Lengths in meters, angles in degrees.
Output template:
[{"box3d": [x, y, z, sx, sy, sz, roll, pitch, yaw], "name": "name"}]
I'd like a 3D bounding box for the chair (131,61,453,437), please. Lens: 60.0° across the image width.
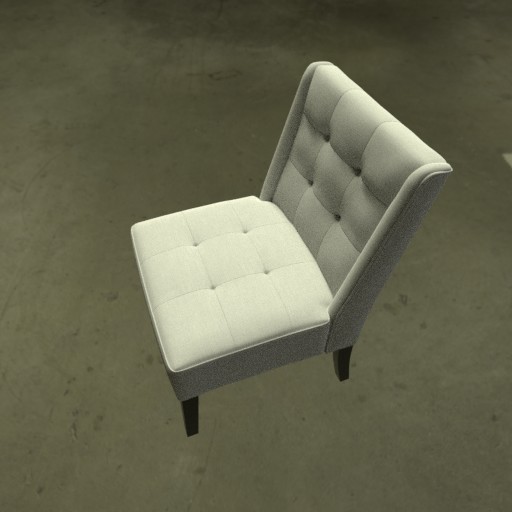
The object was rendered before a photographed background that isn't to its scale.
[{"box3d": [0.000, 0.000, 1.306, 0.676, 0.853, 0.569, -15, 49, -14], "name": "chair"}]
